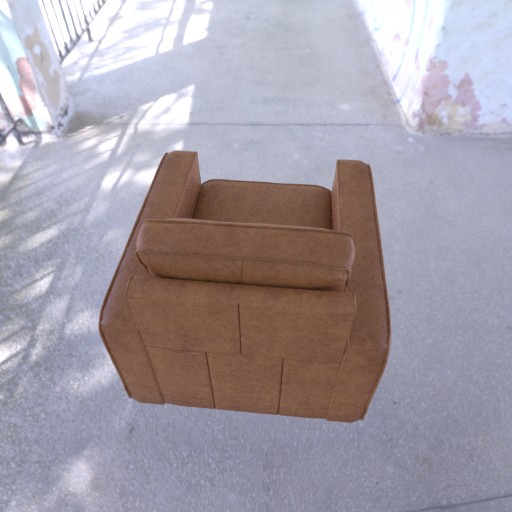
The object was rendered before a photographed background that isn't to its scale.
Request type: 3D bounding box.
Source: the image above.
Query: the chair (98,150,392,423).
[{"bbox_3d":[0.000,0.000,1.803,0.987,0.901,1.027,2,48,2],"label":"chair"}]
